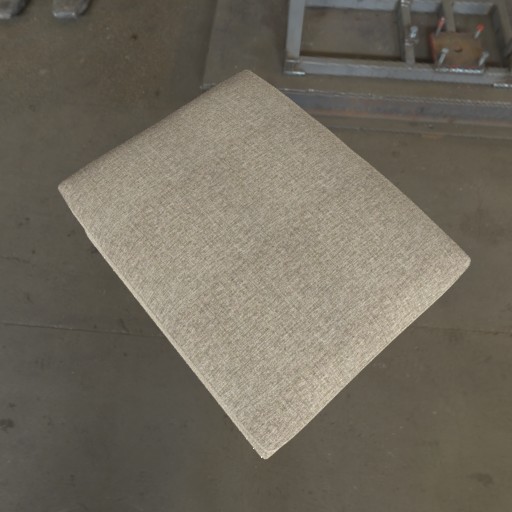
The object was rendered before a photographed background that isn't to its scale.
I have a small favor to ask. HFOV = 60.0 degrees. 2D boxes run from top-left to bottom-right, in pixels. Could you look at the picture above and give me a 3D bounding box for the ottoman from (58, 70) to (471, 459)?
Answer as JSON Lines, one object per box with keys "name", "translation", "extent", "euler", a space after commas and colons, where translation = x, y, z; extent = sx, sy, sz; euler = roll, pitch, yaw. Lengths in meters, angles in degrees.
{"name": "ottoman", "translation": [0.000, 0.000, 1.115], "extent": [0.584, 0.513, 0.741], "euler": [-38, 70, -16]}
